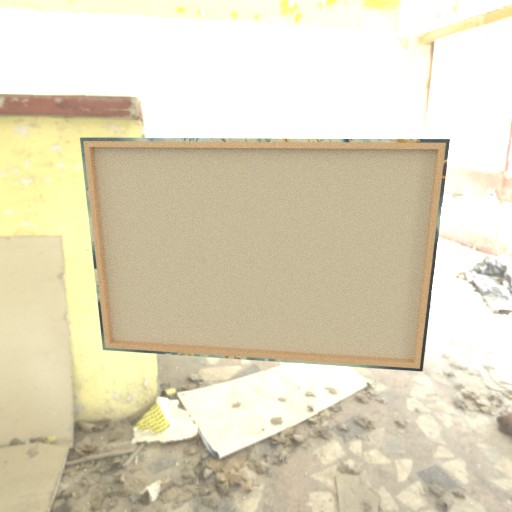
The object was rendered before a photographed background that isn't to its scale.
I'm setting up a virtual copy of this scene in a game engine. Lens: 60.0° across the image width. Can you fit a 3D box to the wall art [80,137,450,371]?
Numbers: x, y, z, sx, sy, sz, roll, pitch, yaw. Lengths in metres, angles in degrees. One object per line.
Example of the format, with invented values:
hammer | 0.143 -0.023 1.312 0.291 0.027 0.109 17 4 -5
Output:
wall art | 0.000 0.000 1.476 1.138 0.759 0.035 2 16 7
